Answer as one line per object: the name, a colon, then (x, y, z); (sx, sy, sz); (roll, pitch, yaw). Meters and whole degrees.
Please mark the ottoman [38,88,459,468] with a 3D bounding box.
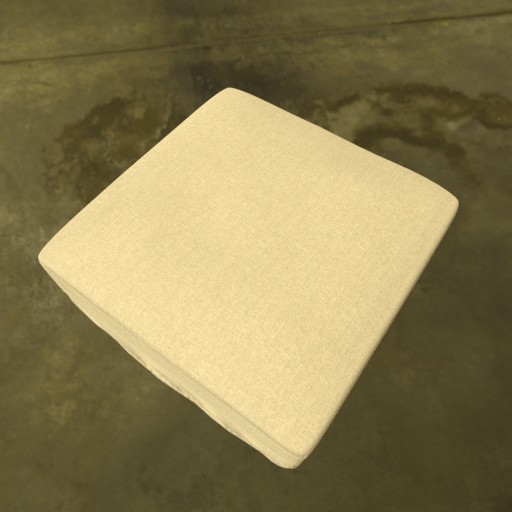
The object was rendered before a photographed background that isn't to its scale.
ottoman: (0.000, 0.000, 1.316); (0.843, 0.436, 0.840); (32, 64, 18)
